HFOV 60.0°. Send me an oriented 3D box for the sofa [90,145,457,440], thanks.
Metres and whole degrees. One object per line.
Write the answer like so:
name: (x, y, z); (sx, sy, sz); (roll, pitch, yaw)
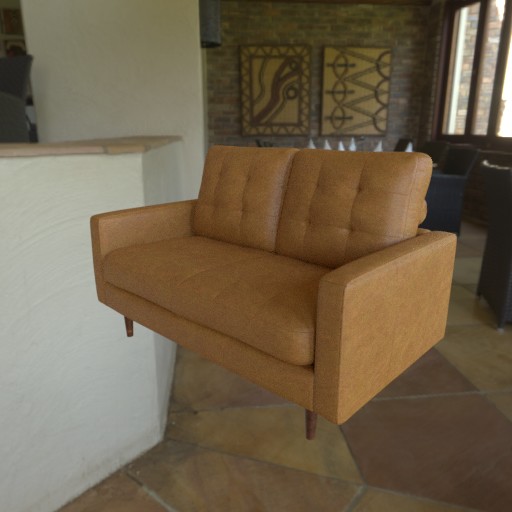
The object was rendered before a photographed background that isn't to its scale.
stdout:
sofa: (0.000, 0.000, 1.931); (1.430, 0.898, 0.868); (14, 21, 41)
